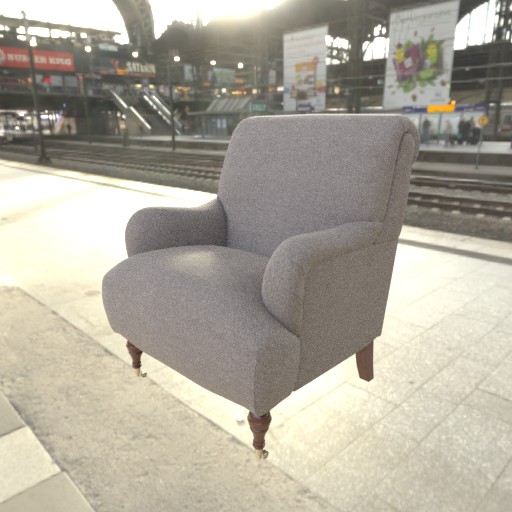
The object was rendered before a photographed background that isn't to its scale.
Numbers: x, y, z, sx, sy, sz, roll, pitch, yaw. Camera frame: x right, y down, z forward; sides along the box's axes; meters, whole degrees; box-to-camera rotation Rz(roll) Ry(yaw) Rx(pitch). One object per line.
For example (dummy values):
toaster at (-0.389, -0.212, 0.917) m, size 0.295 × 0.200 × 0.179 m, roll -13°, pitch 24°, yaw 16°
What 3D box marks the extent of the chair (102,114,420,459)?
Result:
chair at (0.000, 0.000, 1.525) m, size 0.766 × 0.942 × 0.843 m, roll 15°, pitch 22°, yaw 41°
